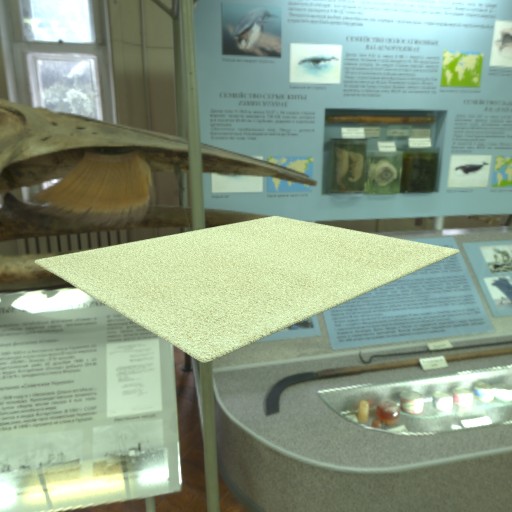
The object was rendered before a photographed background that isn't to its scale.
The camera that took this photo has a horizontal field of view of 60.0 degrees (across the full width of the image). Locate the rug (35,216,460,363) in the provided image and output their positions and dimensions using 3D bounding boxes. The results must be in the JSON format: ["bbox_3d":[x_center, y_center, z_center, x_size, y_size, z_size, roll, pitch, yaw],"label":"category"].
[{"bbox_3d":[0.000,0.000,4.036,3.047,0.029,2.438,-15,21,-42],"label":"rug"}]
